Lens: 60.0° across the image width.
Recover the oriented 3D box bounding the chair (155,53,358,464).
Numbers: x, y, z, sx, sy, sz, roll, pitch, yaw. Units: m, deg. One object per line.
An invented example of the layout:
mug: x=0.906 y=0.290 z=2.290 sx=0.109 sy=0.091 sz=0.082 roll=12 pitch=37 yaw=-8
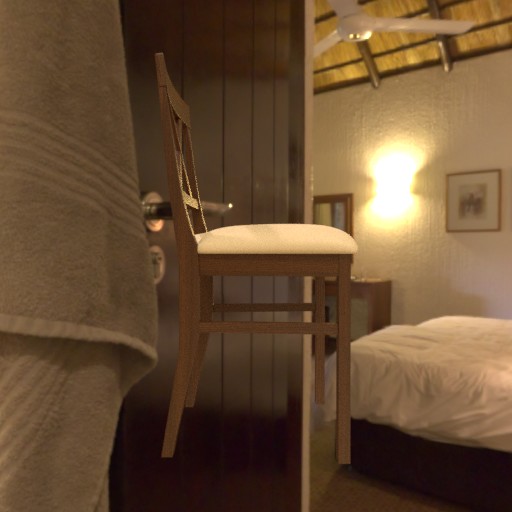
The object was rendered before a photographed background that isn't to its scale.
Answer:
chair: x=0.000 y=0.000 z=1.182 sx=0.480 sy=0.913 sz=0.440 roll=0 pitch=1 yaw=0
